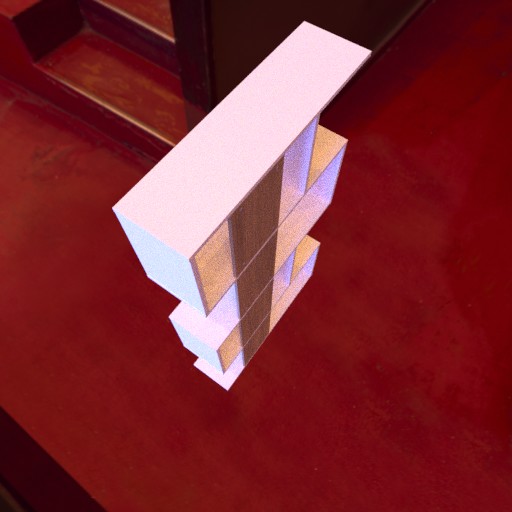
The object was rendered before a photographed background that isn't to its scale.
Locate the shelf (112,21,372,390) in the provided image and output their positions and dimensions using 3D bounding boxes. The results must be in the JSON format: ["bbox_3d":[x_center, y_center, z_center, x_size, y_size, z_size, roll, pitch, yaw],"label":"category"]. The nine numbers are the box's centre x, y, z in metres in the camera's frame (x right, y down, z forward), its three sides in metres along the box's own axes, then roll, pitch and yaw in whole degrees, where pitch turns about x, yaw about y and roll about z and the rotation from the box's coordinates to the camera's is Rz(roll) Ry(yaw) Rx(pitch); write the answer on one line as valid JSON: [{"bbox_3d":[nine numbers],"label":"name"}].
[{"bbox_3d":[0.000,0.000,1.976,0.250,1.650,0.890,32,67,15],"label":"shelf"}]
